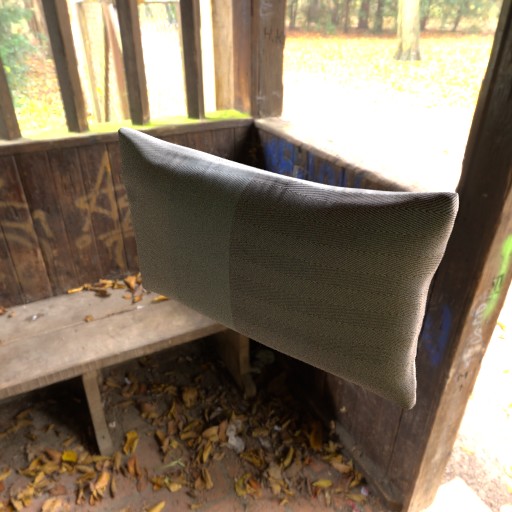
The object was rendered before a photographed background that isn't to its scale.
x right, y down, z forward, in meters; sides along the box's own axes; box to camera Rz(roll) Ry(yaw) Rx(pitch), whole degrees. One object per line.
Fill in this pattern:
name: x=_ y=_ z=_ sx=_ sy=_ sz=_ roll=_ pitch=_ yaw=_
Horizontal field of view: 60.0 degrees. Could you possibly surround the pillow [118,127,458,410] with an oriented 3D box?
pillow: x=0.000 y=0.000 z=0.633 sx=0.506 sy=0.305 sz=0.139 roll=19 pitch=36 yaw=29
